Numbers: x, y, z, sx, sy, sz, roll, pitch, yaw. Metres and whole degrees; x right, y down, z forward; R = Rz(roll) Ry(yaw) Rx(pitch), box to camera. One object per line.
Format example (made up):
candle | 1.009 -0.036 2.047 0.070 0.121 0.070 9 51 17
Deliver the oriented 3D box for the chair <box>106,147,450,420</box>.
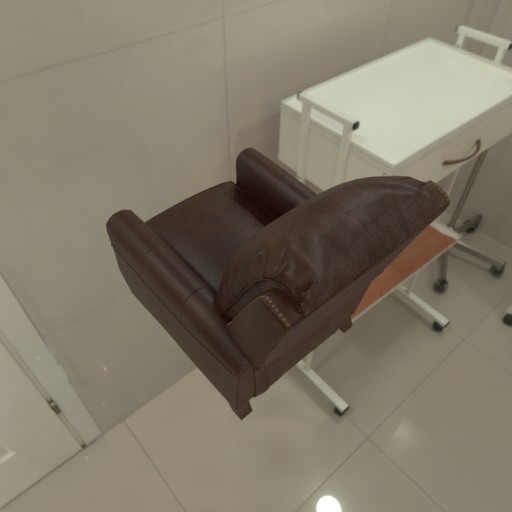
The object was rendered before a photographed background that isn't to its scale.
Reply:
chair | 0.000 0.000 1.806 0.826 1.022 1.089 -32 54 -27
